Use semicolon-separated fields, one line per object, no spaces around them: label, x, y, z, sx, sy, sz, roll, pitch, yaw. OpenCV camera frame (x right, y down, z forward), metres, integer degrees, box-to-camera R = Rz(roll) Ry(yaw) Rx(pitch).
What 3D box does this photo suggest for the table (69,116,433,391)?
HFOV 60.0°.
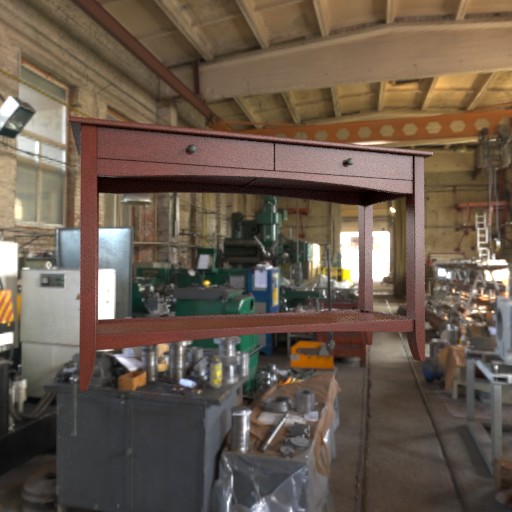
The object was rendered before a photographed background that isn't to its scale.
table;0.000;0.000;1.553;1.188;0.739;0.392;0;-1;-19
